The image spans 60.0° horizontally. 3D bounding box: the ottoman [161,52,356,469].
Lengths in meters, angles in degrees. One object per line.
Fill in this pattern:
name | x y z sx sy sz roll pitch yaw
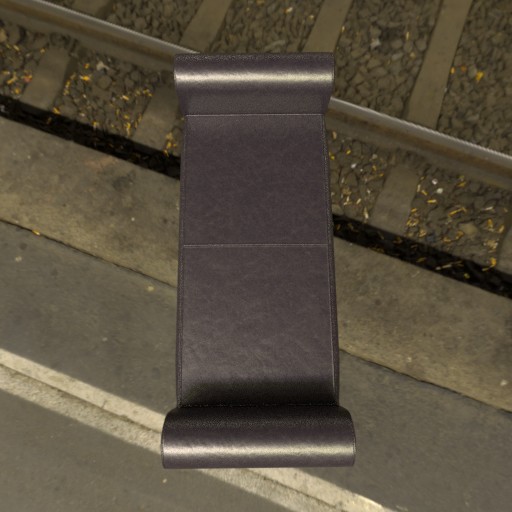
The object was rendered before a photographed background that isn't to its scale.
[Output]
ottoman | 0.000 0.000 1.527 0.521 0.547 1.256 -1 77 0
